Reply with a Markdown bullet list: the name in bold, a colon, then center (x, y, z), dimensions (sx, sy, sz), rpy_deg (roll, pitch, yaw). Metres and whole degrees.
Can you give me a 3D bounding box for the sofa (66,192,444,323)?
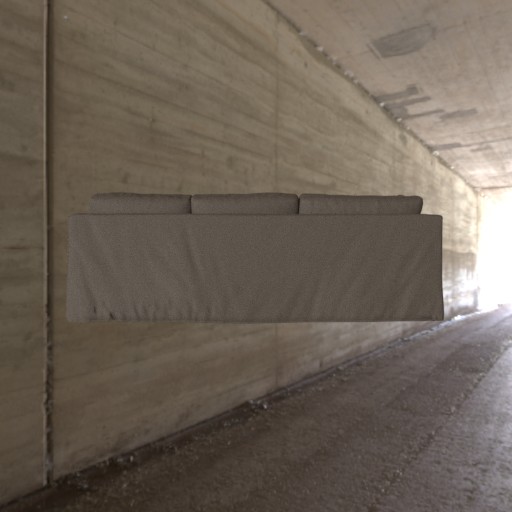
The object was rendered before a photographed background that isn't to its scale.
- **sofa**: center (0.000, 0.000, 4.558), dimensions (2.476, 0.878, 3.528), rpy_deg (0, 0, 0)
